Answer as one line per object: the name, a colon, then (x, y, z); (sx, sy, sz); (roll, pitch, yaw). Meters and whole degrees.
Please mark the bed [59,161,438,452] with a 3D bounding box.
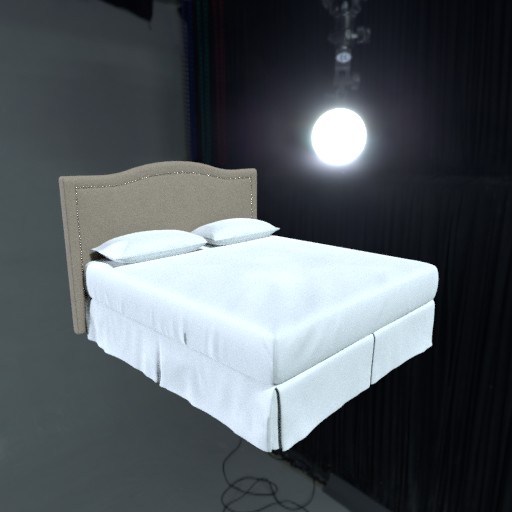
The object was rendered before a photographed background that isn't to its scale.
bed: (0.000, 0.000, 3.482); (2.182, 1.421, 2.083); (13, 19, 43)
